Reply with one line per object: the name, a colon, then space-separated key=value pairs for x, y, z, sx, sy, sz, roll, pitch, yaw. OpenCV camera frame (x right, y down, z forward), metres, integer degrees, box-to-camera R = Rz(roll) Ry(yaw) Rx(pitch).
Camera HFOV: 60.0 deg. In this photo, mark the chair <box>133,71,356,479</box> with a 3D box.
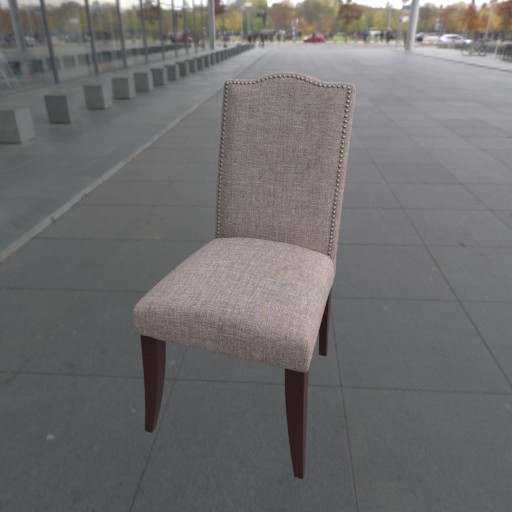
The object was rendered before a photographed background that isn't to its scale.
chair: x=0.000 y=0.000 z=1.375 sx=0.513 sy=1.016 sz=0.660 roll=9 pitch=28 yaw=17
